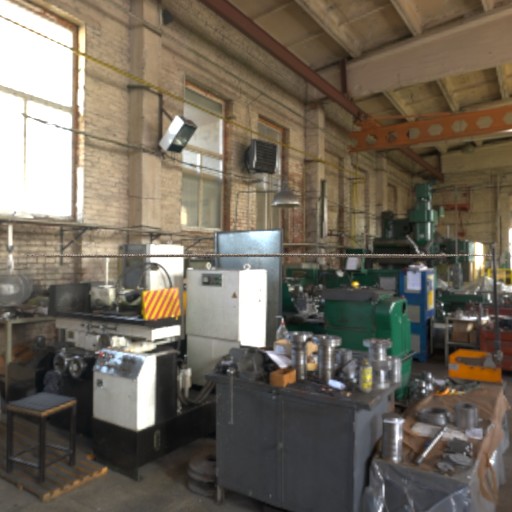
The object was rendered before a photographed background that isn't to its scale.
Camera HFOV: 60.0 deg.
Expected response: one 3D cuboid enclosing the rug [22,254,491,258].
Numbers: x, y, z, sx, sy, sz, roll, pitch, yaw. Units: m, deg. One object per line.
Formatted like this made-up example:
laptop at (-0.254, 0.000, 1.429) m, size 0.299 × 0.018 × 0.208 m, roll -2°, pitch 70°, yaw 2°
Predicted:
rug at (0.000, 0.000, 2.543) m, size 2.335 × 0.013 × 0.697 m, roll 0°, pitch -1°, yaw 0°
